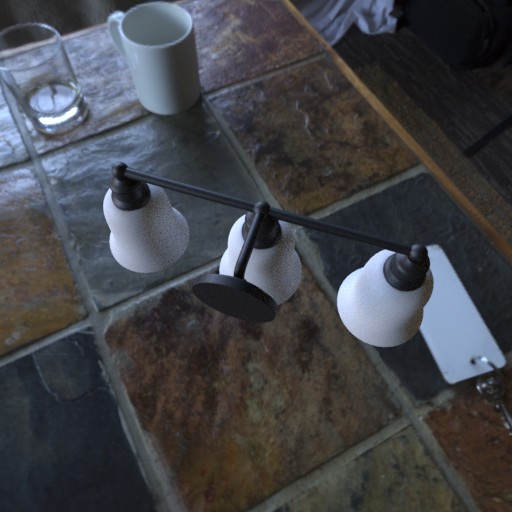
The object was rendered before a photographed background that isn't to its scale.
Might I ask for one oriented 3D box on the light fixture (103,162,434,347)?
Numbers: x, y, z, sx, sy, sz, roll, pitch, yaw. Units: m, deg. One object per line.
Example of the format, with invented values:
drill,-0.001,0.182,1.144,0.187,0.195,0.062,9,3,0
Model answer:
light fixture,0.000,0.000,0.675,0.570,0.211,0.198,16,65,8
